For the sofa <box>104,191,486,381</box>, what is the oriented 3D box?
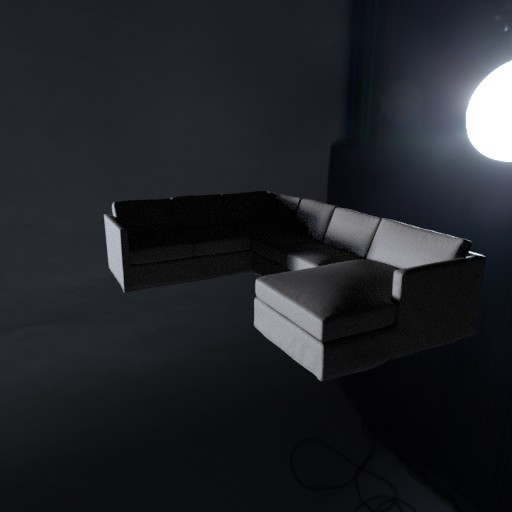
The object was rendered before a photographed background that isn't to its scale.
[{"bbox_3d":[0.000,0.000,4.541,2.427,0.882,3.460,-8,18,-26],"label":"sofa"}]
